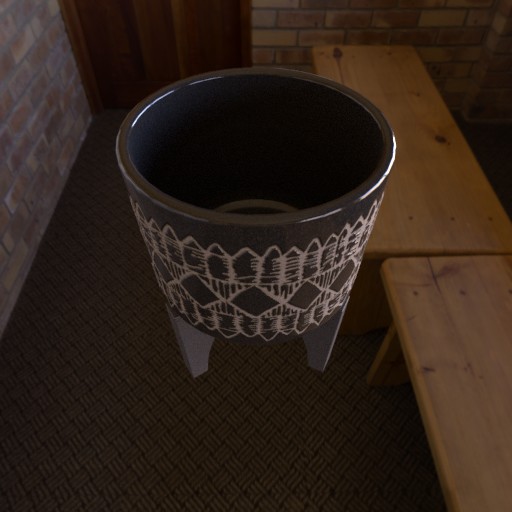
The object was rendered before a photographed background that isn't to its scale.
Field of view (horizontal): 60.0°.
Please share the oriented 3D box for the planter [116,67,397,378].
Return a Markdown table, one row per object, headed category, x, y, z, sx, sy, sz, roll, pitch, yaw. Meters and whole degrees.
| category | x | y | z | sx | sy | sz | roll | pitch | yaw |
| --- | --- | --- | --- | --- | --- | --- | --- | --- | --- |
| planter | 0.000 | 0.000 | 0.272 | 0.129 | 0.177 | 0.129 | 0 | 48 | 0 |
